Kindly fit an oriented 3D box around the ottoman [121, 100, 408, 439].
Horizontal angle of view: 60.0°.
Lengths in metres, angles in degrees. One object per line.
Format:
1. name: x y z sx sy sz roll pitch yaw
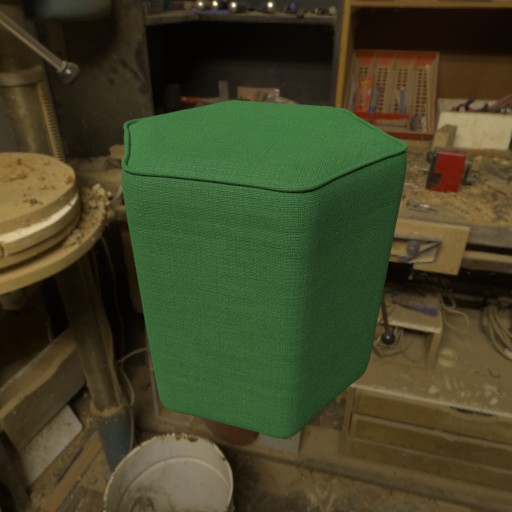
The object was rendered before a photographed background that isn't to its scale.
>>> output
1. ottoman: 0.000 0.000 0.870 0.499 0.507 0.444 9 33 14
